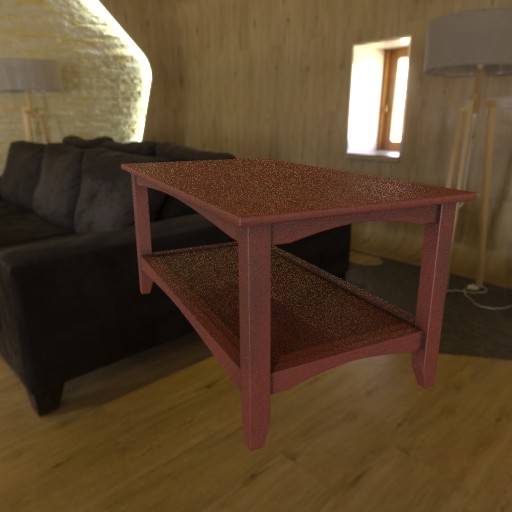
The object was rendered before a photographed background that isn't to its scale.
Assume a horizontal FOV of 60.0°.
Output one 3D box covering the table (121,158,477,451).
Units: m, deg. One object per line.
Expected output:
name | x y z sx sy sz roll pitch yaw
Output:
table | 0.000 0.000 1.254 0.533 0.456 0.943 -8 19 -26
